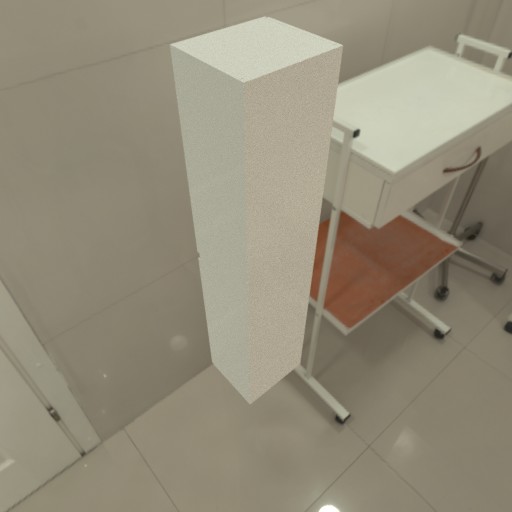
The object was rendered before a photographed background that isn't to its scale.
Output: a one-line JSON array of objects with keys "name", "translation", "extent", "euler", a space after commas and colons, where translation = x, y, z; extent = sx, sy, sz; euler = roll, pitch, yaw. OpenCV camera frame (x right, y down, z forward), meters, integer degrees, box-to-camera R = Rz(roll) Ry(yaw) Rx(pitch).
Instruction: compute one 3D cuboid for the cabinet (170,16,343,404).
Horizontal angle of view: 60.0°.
[{"name": "cabinet", "translation": [0.000, 0.000, 1.528], "extent": [0.300, 1.400, 0.270], "euler": [-32, 53, -27]}]
